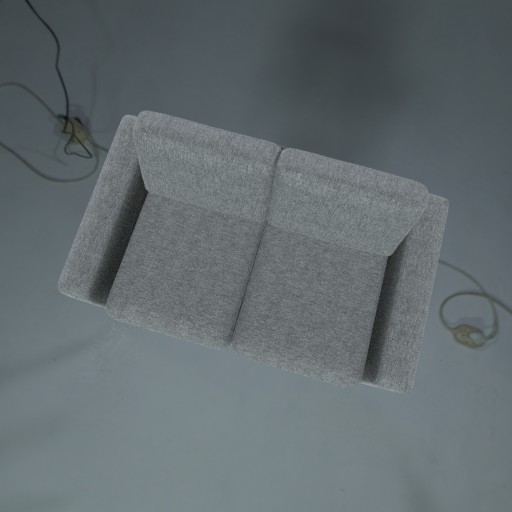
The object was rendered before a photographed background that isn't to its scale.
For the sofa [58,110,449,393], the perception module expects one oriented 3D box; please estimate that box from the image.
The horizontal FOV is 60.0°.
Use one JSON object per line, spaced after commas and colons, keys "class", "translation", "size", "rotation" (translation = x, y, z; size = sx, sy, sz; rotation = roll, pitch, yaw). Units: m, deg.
{"class": "sofa", "translation": [0.000, 0.000, 2.027], "size": [1.520, 0.800, 0.900], "rotation": [16, 78, 4]}
